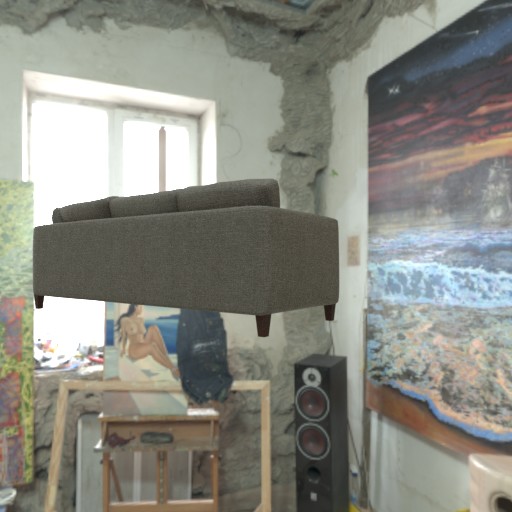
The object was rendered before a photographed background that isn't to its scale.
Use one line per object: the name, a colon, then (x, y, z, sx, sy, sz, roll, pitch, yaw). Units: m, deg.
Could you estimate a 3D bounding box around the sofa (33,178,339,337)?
sofa: (0.000, 0.000, 4.506, 2.593, 0.947, 3.302, 0, -1, 36)
